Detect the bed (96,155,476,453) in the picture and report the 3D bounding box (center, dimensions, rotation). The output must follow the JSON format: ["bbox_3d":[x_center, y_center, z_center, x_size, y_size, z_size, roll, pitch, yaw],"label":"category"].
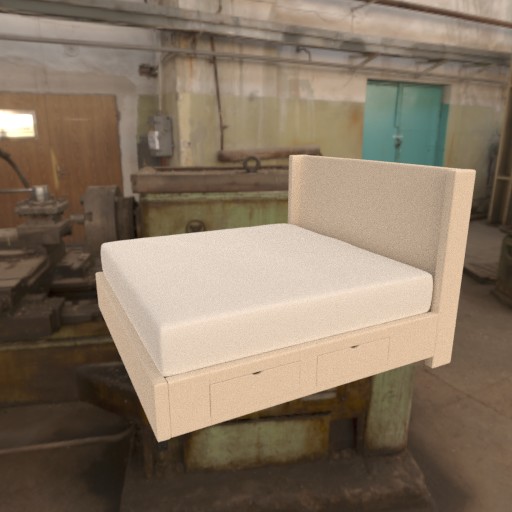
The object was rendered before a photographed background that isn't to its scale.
[{"bbox_3d":[0.000,0.000,3.628,2.293,1.471,2.145,-8,18,-26],"label":"bed"}]
